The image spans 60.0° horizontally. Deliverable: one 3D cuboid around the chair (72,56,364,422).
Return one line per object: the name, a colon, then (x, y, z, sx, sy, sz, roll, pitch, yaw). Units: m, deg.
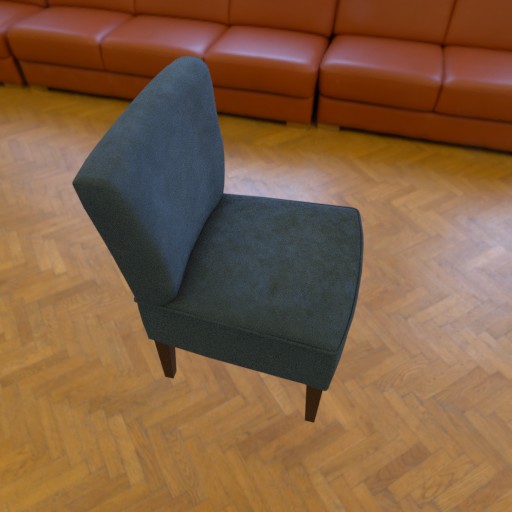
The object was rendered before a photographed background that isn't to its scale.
chair: (0.000, 0.000, 1.170, 0.551, 0.806, 0.521, 10, 48, 9)
